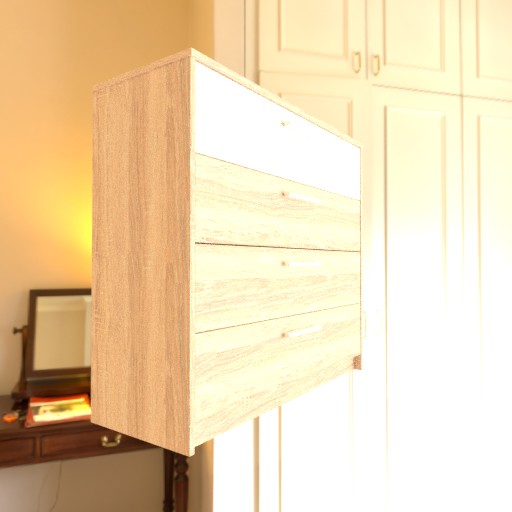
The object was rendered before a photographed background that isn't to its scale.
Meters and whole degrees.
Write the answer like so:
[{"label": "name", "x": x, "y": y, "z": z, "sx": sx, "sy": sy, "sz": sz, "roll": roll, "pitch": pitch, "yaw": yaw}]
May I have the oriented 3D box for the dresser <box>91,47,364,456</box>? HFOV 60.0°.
[{"label": "dresser", "x": 0.000, "y": 0.000, "z": 1.467, "sx": 0.380, "sy": 0.900, "sz": 0.980, "roll": -1, "pitch": -1, "yaw": 36}]
